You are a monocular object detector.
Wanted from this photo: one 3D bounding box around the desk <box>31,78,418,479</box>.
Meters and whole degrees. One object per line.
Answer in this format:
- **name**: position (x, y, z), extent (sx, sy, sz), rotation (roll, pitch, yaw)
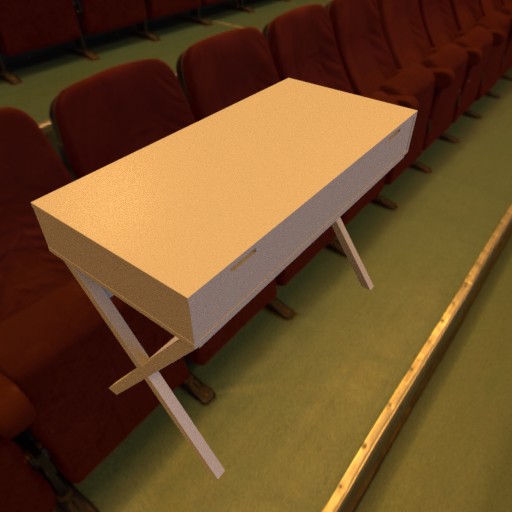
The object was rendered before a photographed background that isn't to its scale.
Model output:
- **desk**: position (0.000, 0.000, 1.481), extent (0.509, 0.780, 1.059), rotation (27, 47, 28)
